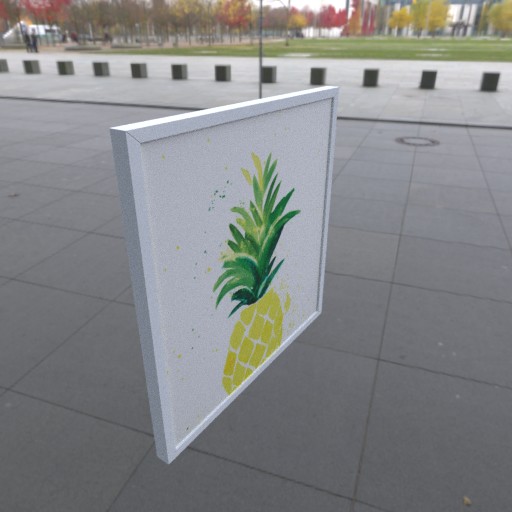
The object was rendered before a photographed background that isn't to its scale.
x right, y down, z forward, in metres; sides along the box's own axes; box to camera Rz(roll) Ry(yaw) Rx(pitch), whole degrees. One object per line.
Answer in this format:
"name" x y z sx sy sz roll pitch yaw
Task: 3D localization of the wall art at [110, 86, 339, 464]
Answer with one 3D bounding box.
"wall art" 0.000 0.000 1.148 0.038 0.761 0.763 17 32 31
